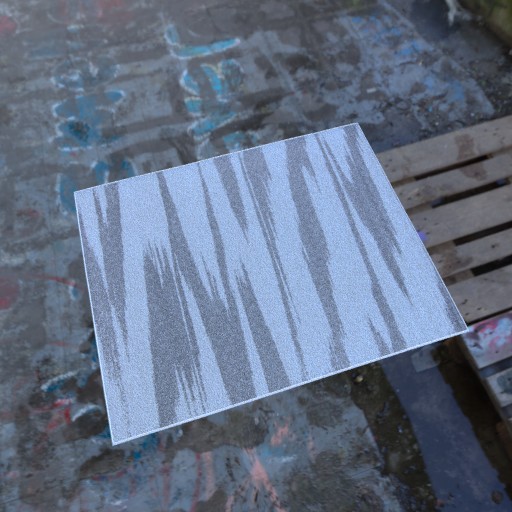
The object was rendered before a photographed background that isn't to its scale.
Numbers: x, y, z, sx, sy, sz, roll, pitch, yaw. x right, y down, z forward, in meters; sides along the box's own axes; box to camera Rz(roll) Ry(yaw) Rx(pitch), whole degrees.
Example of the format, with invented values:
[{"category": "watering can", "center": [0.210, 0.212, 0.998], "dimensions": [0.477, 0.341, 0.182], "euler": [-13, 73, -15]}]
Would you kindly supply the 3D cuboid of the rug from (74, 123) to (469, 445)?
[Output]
[{"category": "rug", "center": [0.000, 0.000, 3.945], "dimensions": [2.945, 0.014, 2.353], "euler": [-16, 65, -8]}]
